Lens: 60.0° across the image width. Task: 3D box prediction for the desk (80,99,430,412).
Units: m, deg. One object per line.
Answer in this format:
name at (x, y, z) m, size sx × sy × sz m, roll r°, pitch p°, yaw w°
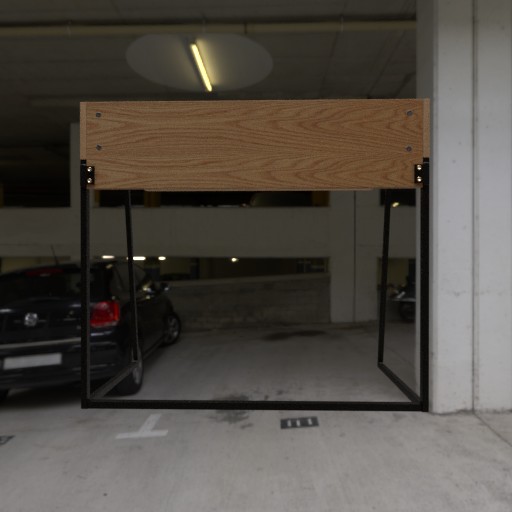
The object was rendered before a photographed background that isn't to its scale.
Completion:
desk at (0.000, 0.000, 1.883) m, size 1.191 × 1.061 × 0.769 m, roll 0°, pitch 0°, yaw 2°
